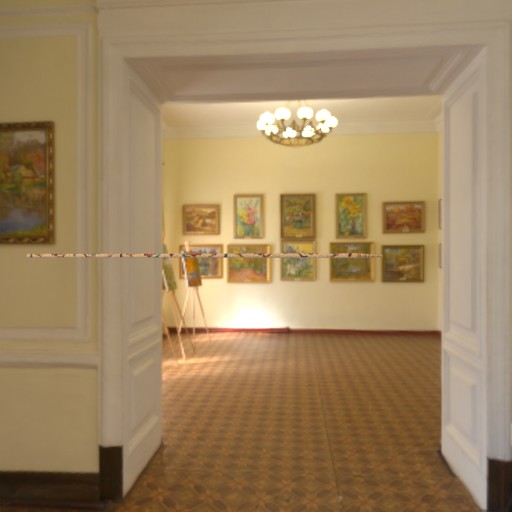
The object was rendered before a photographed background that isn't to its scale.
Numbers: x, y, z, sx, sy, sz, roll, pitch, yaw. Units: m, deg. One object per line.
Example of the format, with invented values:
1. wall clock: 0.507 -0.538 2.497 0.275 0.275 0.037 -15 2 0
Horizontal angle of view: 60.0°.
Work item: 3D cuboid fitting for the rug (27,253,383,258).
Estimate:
1. rug: 0.000 0.000 2.949 1.541 0.018 2.297 0 0 18
